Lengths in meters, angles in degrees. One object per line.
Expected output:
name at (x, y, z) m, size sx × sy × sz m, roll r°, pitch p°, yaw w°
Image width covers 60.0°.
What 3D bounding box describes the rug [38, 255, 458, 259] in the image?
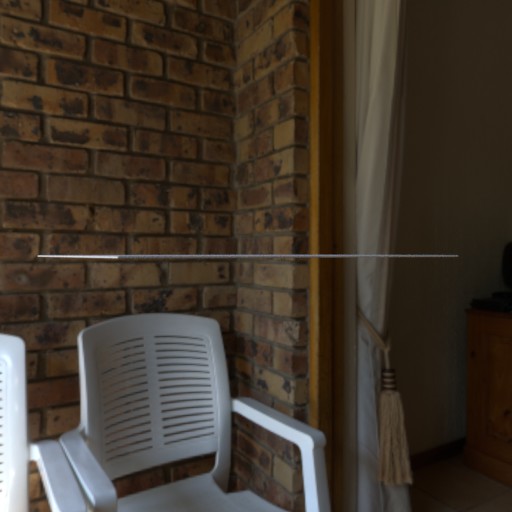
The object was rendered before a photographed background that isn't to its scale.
rug at (0.000, 0.000, 3.025) m, size 2.438 × 0.012 × 1.524 m, roll 0°, pitch 0°, yaw -37°
